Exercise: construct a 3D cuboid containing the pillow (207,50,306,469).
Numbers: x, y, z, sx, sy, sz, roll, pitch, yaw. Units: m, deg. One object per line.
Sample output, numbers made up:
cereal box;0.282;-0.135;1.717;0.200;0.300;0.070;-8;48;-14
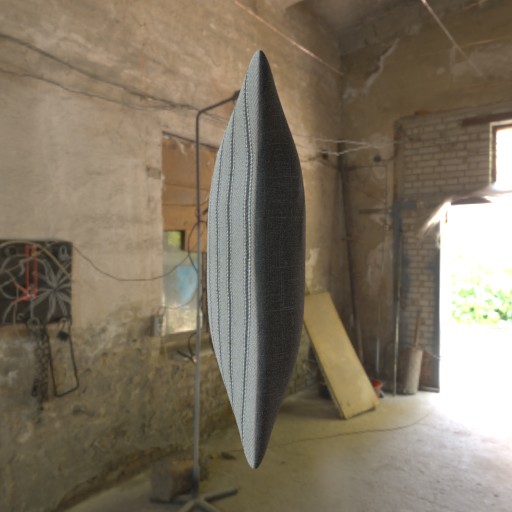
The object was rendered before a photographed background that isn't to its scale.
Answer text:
pillow;0.000;0.000;0.699;0.138;0.444;0.468;0;1;0
